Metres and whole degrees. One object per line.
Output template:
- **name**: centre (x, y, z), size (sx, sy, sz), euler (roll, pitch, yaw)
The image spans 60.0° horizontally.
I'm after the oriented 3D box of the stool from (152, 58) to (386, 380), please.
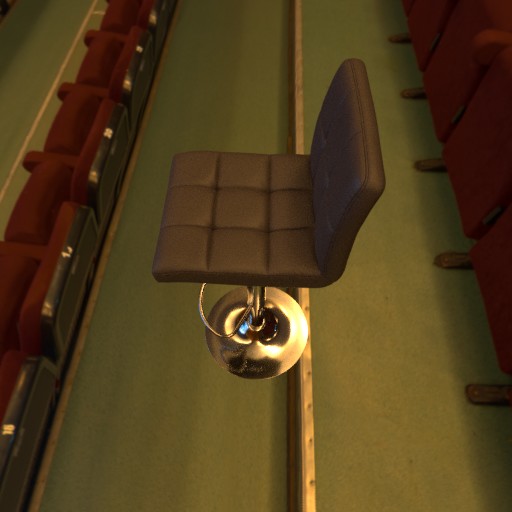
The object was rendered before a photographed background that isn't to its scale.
- **stool**: centre (0.000, 0.000, 1.377), size (0.505, 1.115, 0.430), euler (1, 57, 1)
